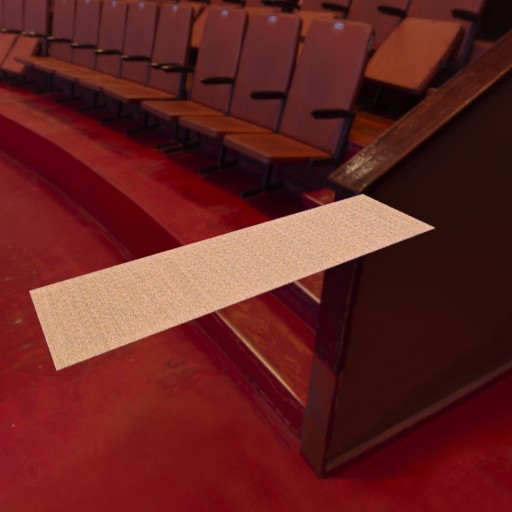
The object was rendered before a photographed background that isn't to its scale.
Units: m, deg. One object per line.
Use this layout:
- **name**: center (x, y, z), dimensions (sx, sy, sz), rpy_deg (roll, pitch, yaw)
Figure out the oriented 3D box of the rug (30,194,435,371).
- **rug**: center (0.000, 0.000, 2.686), dimensions (2.437, 0.006, 0.686), rpy_deg (-18, 35, -28)
